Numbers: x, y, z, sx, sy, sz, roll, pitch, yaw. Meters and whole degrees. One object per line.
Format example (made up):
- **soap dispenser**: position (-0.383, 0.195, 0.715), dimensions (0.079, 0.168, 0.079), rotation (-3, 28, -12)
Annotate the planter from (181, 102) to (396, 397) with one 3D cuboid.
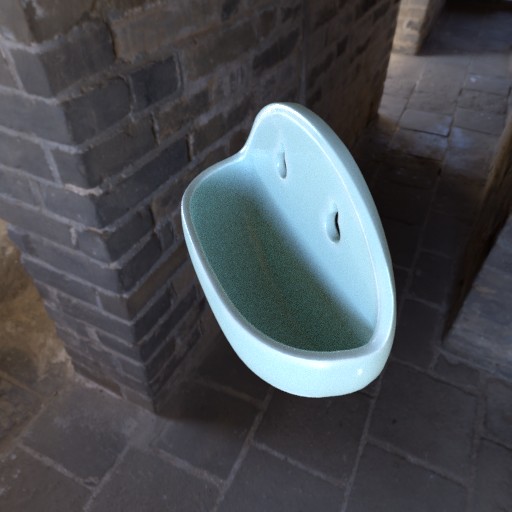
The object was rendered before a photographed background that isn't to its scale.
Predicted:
- **planter**: position (0.000, 0.000, 0.268), dimensions (0.073, 0.164, 0.189), rotation (-15, 46, -16)
